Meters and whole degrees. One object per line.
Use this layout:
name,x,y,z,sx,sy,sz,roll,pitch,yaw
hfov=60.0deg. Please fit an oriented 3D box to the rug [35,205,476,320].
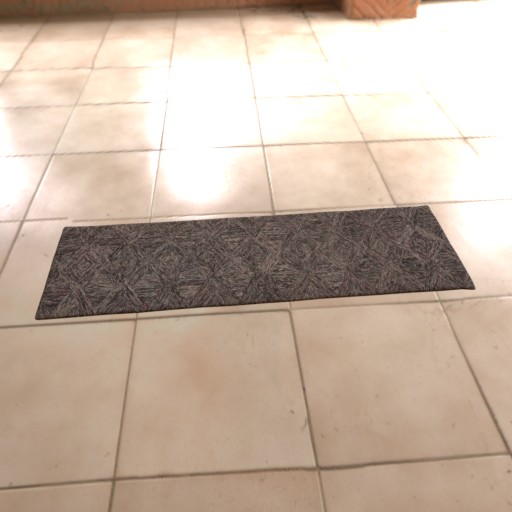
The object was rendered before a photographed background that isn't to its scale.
rug,0.000,0.000,2.540,2.305,0.013,0.719,-4,45,-4
